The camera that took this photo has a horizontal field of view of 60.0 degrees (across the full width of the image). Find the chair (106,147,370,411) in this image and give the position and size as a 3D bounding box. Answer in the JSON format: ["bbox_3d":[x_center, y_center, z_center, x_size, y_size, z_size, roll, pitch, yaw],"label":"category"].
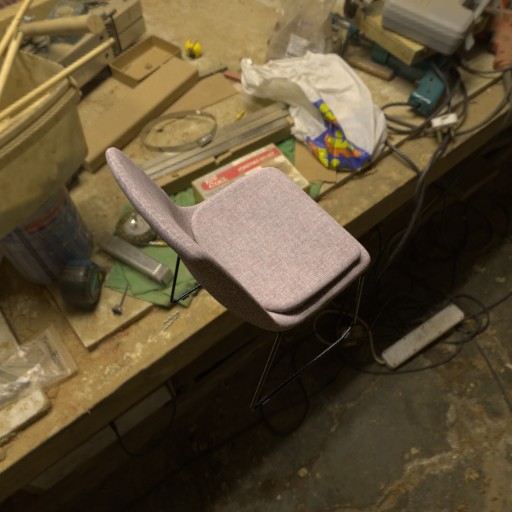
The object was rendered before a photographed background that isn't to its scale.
[{"bbox_3d":[0.000,0.000,1.175,0.518,0.858,0.479,-33,64,-19],"label":"chair"}]
